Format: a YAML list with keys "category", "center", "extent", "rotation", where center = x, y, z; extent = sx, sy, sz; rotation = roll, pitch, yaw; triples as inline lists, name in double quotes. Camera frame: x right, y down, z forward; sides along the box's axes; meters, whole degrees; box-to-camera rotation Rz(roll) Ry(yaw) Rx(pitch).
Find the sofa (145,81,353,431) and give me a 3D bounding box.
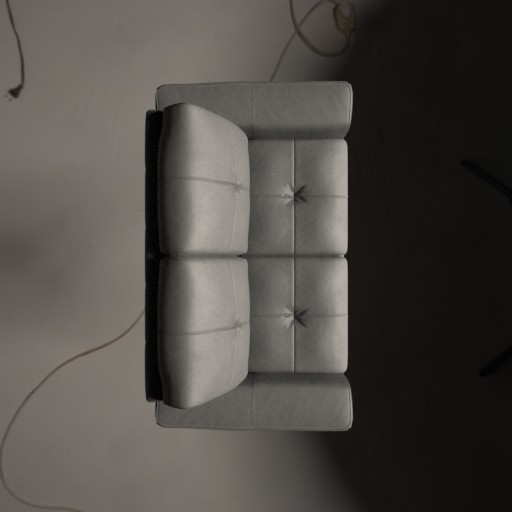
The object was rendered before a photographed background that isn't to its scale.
- category: "sofa"
  center: [0.000, 0.000, 2.338]
  extent: [1.018, 0.907, 1.806]
  rotation: [0, 90, 1]
